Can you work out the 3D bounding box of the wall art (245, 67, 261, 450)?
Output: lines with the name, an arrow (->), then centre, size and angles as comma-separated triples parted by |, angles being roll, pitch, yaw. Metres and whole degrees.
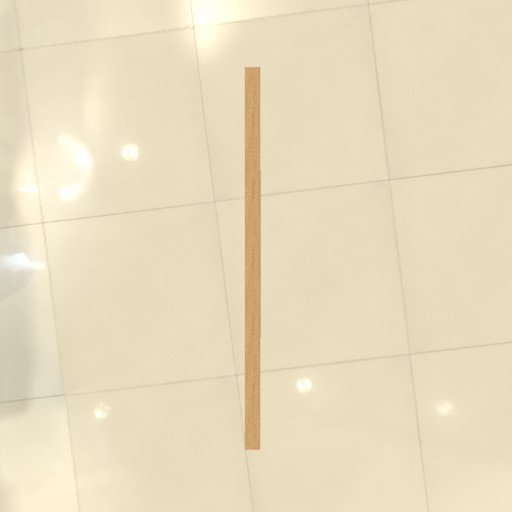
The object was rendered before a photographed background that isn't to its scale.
wall art -> 0.000, 0.000, 0.643 | 0.013, 0.510, 0.335 | 0, 91, 1
